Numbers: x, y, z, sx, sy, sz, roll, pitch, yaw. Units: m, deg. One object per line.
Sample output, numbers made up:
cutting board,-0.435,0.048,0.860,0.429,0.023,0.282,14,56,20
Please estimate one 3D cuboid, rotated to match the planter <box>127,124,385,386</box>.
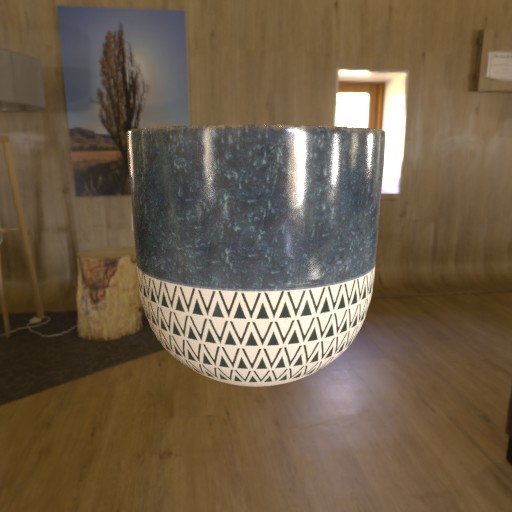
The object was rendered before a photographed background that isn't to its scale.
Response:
planter,0.000,0.000,0.502,0.266,0.270,0.266,0,13,0
